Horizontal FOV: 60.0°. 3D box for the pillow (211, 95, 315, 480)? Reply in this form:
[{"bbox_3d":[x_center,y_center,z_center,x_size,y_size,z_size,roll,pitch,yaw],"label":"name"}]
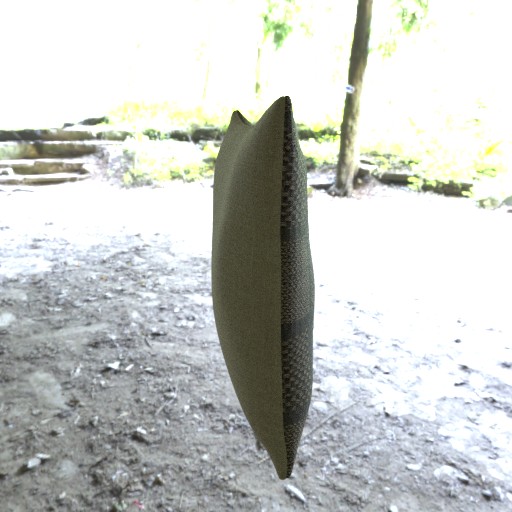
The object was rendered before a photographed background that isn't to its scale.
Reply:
[{"bbox_3d":[0.000,0.000,0.667,0.138,0.432,0.435,-2,17,-8],"label":"pillow"}]
